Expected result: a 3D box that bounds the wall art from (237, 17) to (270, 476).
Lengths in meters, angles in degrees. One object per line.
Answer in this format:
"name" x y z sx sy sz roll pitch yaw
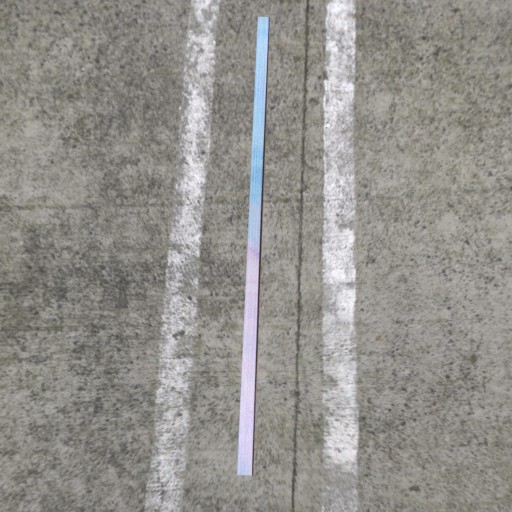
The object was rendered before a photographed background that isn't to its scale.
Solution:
"wall art" 0.000 0.000 0.750 0.018 0.402 0.604 2 74 1
